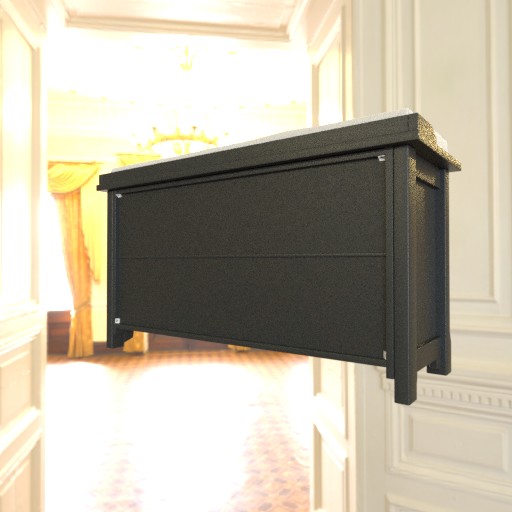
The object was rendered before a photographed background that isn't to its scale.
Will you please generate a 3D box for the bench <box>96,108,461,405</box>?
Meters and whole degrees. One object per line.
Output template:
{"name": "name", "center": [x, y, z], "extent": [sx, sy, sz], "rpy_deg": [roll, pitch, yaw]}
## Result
{"name": "bench", "center": [0.000, 0.000, 1.213], "extent": [0.973, 0.561, 0.345], "rpy_deg": [-1, -1, 36]}
